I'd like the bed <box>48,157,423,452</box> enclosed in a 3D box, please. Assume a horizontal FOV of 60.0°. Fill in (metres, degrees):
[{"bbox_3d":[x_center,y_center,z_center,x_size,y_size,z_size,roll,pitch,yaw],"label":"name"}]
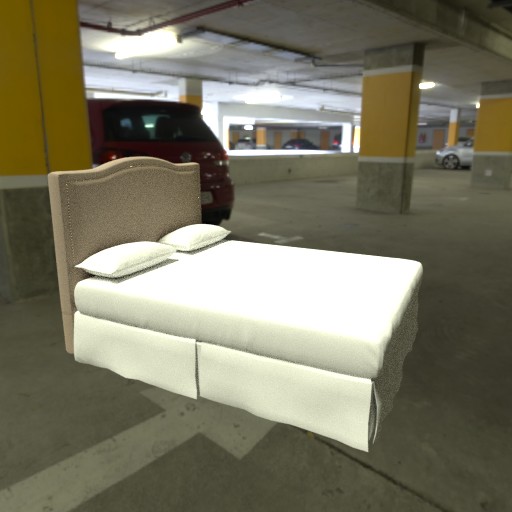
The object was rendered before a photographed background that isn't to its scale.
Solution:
[{"bbox_3d":[0.000,0.000,3.351,2.282,1.436,1.821,7,16,26],"label":"bed"}]
